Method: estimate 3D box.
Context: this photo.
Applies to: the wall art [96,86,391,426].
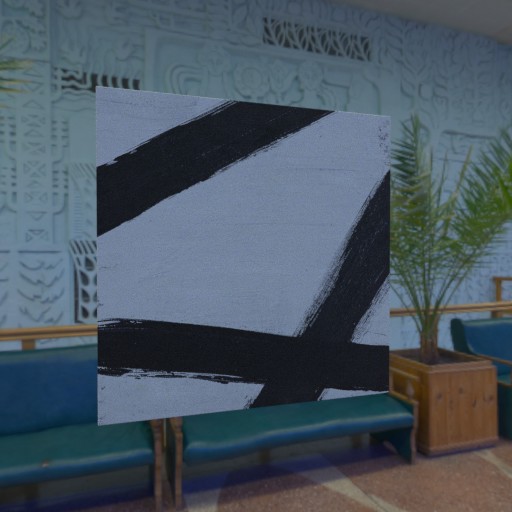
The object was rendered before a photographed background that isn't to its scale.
[{"bbox_3d":[0.000,0.000,1.134,0.765,0.765,0.046,0,1,-18],"label":"wall art"}]
